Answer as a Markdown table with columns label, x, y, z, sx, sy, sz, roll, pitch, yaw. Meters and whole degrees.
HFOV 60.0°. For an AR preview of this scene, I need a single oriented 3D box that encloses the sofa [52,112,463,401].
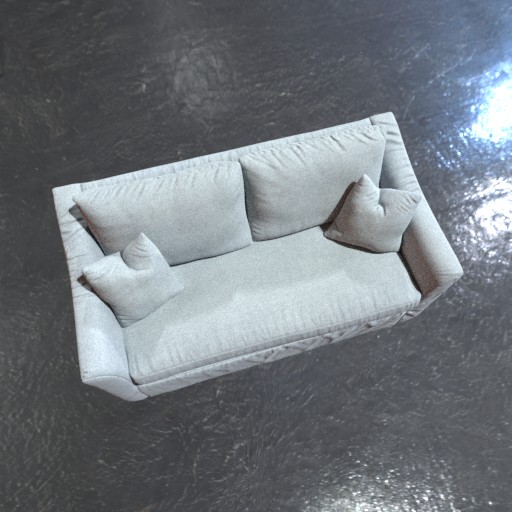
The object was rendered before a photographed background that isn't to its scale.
| label | x | y | z | sx | sy | sz | roll | pitch | yaw |
| --- | --- | --- | --- | --- | --- | --- | --- | --- | --- |
| sofa | 0.000 | 0.000 | 2.593 | 2.010 | 1.018 | 1.072 | -15 | 64 | -7 |
